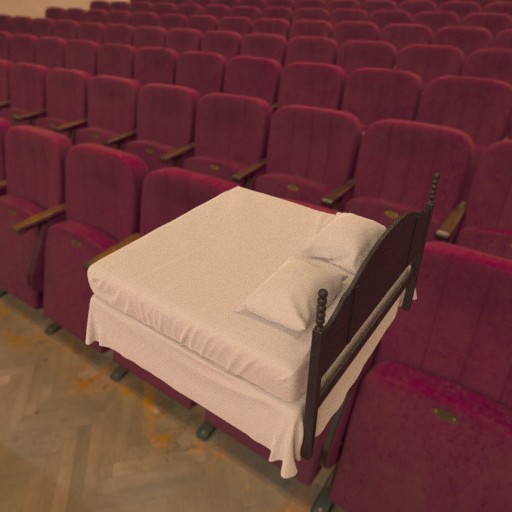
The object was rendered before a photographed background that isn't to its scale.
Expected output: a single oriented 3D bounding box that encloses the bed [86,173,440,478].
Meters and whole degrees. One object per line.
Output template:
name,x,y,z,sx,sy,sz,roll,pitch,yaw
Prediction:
bed,0.000,0.000,3.701,2.219,1.355,2.322,21,38,29
